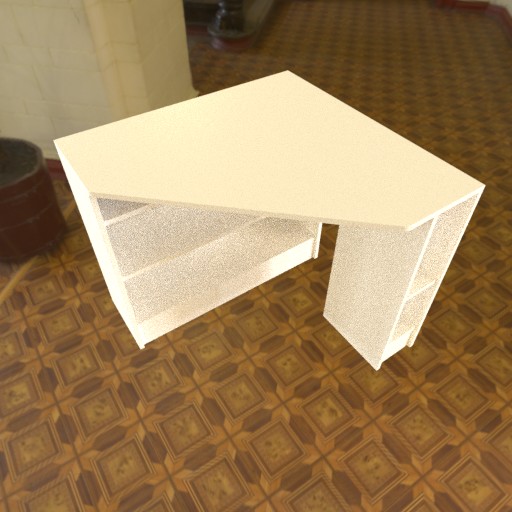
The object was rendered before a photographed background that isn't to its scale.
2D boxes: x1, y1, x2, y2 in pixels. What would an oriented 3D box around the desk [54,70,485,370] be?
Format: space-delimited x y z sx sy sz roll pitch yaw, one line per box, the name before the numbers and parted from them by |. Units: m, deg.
desk | 0.000 0.000 1.629 0.940 0.818 0.926 -26 51 -23
